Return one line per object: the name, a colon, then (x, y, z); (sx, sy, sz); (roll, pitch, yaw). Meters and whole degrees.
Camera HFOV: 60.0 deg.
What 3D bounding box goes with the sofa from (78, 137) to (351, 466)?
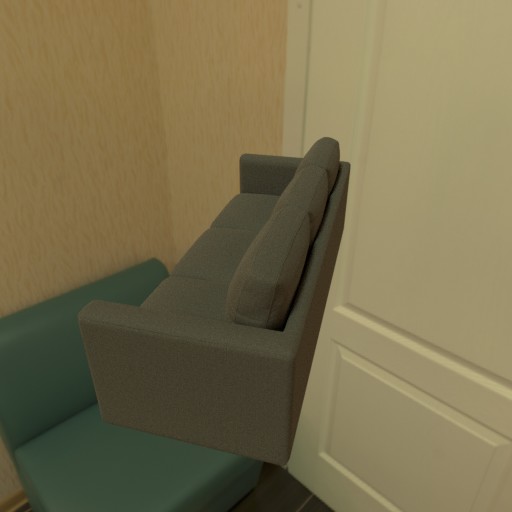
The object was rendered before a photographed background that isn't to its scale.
sofa: (0.000, 0.000, 2.412); (0.802, 0.912, 2.029); (8, 30, 13)
